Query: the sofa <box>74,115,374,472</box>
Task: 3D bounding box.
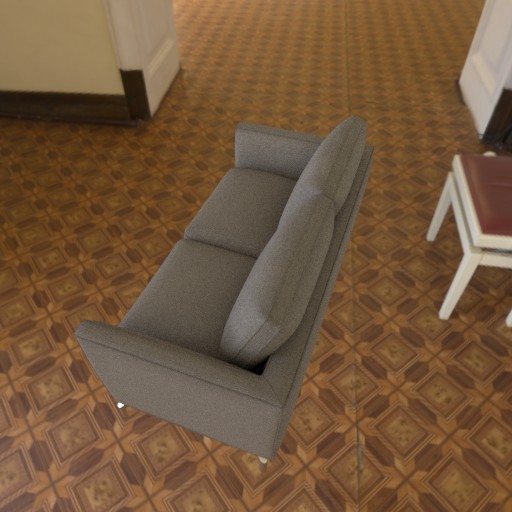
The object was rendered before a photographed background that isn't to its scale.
[{"bbox_3d":[0.000,0.000,2.135,0.803,0.924,1.594,15,48,14],"label":"sofa"}]
